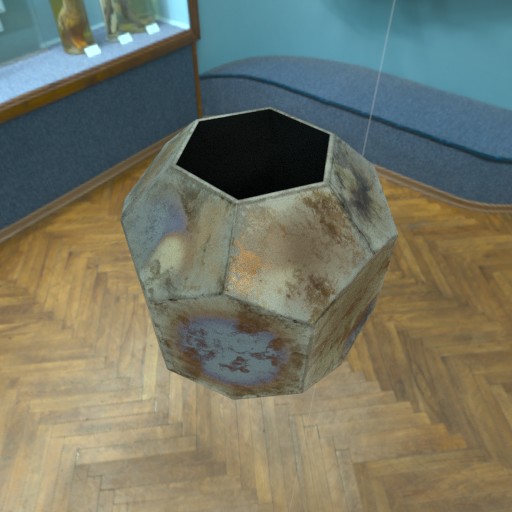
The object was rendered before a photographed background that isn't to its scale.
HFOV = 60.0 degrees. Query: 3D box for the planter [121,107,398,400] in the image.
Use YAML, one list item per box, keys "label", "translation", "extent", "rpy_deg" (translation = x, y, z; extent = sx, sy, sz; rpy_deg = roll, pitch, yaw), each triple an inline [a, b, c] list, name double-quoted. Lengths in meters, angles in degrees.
- label: "planter"
  translation: [0.000, 0.000, 0.424]
  extent: [0.221, 0.238, 0.243]
  rpy_deg: [32, 55, 27]
